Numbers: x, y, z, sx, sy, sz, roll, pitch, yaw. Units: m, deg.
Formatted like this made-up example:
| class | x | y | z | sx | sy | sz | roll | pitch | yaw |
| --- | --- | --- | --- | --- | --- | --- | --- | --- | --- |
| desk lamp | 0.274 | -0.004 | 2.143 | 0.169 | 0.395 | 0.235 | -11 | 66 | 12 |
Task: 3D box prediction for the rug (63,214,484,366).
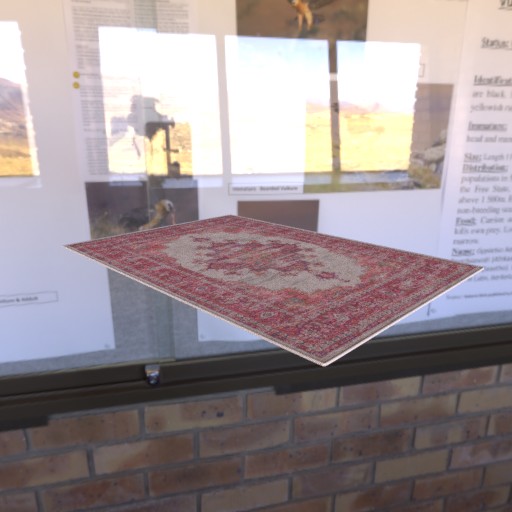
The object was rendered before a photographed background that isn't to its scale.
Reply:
| class | x | y | z | sx | sy | sz | roll | pitch | yaw |
| --- | --- | --- | --- | --- | --- | --- | --- | --- | --- |
| rug | 0.000 | 0.000 | 3.634 | 2.005 | 0.014 | 2.878 | -16 | 23 | -43 |
